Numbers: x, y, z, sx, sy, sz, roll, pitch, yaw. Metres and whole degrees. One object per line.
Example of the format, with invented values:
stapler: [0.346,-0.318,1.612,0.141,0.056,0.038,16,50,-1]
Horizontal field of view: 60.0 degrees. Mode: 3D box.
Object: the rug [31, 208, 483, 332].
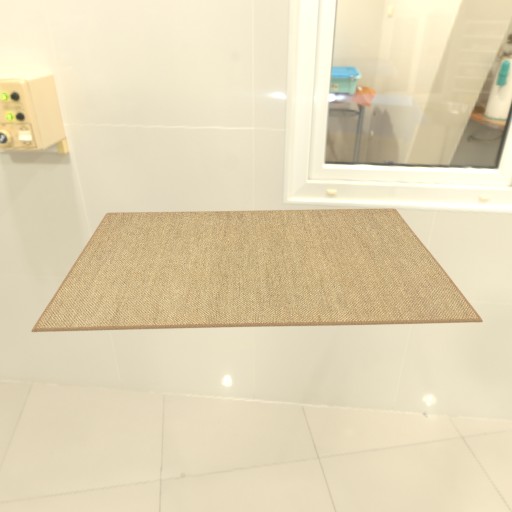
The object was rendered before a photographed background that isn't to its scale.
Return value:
rug: [0.000,0.000,2.090,1.668,0.012,1.061,-1,29,-2]
